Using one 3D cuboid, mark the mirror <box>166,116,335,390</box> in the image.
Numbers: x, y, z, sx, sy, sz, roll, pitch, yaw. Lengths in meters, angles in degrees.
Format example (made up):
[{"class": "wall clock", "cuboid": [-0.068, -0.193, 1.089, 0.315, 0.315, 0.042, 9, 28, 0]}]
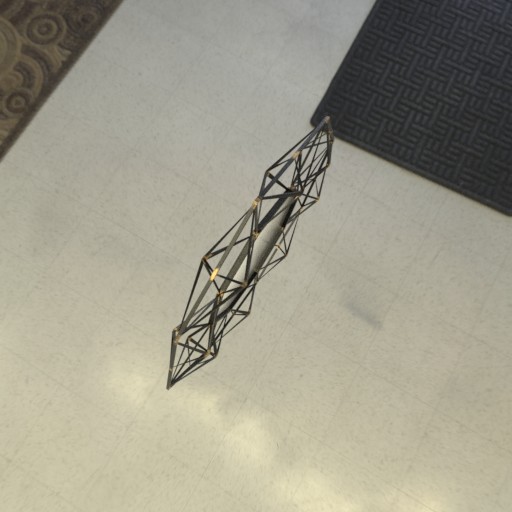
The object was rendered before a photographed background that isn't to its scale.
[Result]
[{"class": "mirror", "cuboid": [0.000, 0.000, 1.033, 0.094, 0.710, 0.710, 32, 78, 7]}]
